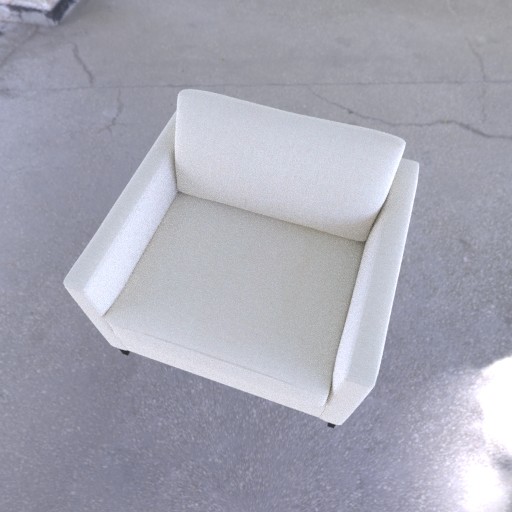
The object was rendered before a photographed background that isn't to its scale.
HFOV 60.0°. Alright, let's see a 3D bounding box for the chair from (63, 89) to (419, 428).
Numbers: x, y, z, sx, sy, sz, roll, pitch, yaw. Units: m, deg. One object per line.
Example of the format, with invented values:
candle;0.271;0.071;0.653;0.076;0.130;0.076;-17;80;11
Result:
chair;0.000;0.000;1.613;0.964;0.806;0.875;16;59;10
